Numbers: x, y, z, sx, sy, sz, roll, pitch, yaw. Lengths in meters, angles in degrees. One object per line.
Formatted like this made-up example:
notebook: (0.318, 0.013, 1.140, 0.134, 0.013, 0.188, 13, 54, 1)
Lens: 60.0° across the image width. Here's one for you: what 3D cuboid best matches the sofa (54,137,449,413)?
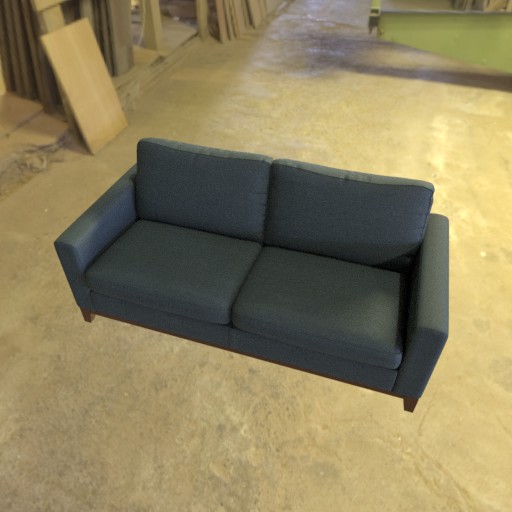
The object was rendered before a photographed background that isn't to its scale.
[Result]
sofa: (0.000, 0.000, 2.391, 1.900, 0.865, 0.877, 12, 43, 14)
